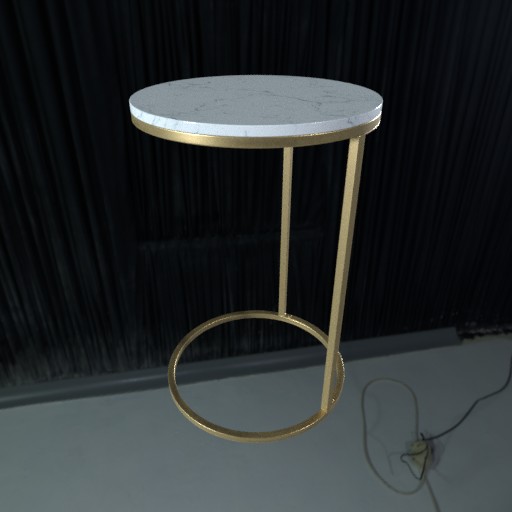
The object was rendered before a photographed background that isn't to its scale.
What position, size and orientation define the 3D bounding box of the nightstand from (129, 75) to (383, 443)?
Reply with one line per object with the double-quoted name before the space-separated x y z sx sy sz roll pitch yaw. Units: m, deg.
"nightstand" 0.000 0.000 0.875 0.400 0.610 0.400 -7 31 -12
